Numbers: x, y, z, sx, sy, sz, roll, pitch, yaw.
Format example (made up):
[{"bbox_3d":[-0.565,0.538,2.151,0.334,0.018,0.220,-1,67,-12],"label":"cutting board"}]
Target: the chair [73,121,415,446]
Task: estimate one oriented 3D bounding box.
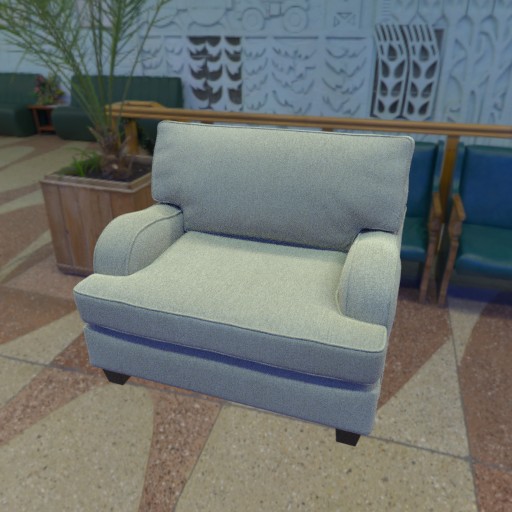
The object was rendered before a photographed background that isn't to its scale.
[{"bbox_3d":[0.000,0.000,1.969,1.220,1.016,1.041,9,28,17],"label":"chair"}]
